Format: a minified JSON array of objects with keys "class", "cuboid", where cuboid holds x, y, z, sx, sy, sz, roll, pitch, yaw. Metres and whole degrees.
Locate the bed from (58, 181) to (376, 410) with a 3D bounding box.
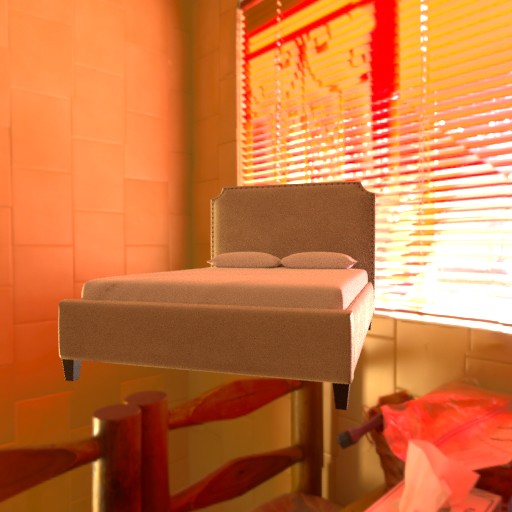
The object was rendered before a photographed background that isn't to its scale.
[{"class":"bed","cuboid":[0.000,0.000,3.447,1.712,1.443,2.372,0,1,17]}]
